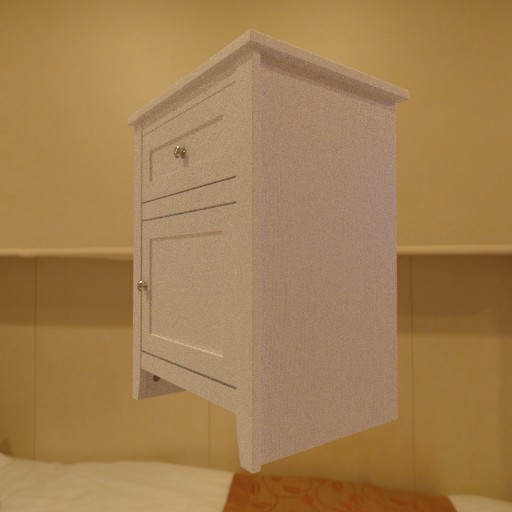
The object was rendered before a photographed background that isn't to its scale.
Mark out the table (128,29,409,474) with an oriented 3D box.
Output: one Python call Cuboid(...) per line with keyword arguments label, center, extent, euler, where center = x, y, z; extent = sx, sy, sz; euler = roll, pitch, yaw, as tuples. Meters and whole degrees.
Cuboid(label="table", center=(0.000, 0.000, 0.929), extent=(0.381, 0.635, 0.480), euler=(1, -1, -37))
